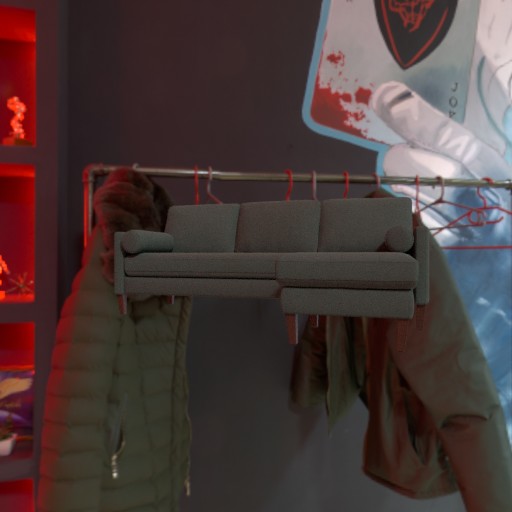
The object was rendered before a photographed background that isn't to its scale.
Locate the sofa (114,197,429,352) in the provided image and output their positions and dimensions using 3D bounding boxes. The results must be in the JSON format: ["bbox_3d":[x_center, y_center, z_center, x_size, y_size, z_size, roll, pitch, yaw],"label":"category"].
[{"bbox_3d":[0.000,0.000,2.985,2.178,0.876,1.506,0,0,19],"label":"sofa"}]
